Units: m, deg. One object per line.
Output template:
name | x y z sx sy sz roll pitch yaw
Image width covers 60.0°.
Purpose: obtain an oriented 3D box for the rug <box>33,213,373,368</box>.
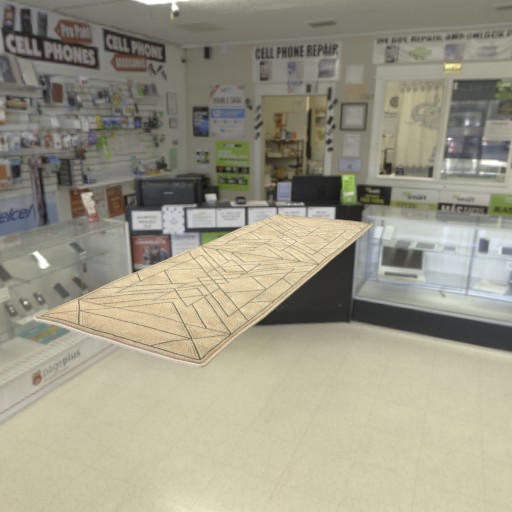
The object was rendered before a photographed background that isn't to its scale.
rug | 0.000 0.000 2.630 0.831 0.036 2.381 8 19 26
